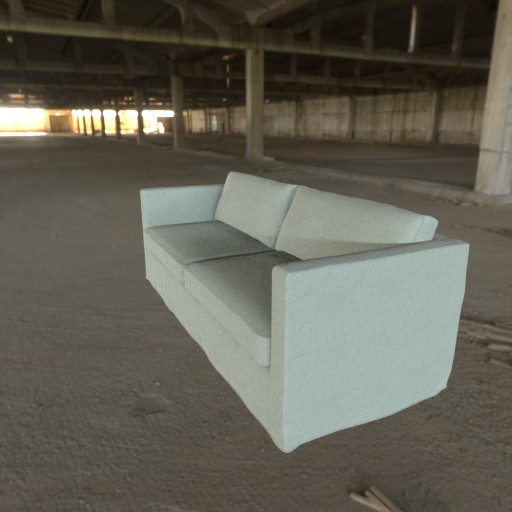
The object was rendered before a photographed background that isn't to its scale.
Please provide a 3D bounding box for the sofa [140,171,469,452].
[{"bbox_3d":[0.000,0.000,2.761,0.962,0.853,2.312,-8,19,-25],"label":"sofa"}]
